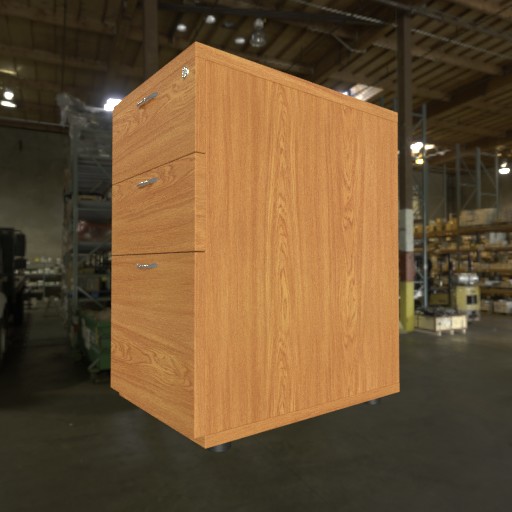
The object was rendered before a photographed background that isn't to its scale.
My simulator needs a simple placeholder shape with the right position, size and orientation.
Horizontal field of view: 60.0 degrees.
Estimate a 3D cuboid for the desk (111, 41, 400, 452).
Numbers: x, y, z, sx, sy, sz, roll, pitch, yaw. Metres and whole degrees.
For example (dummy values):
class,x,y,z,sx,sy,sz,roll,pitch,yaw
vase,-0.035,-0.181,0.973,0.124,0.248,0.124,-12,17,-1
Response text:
class,x,y,z,sx,sy,sz,roll,pitch,yaw
desk,0.000,0.000,1.096,0.600,0.730,0.404,1,-2,-38
